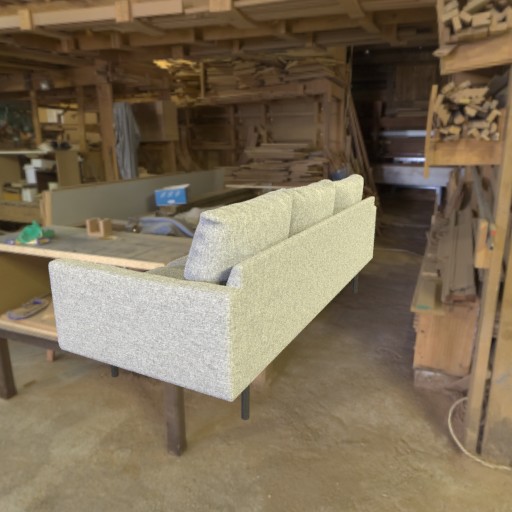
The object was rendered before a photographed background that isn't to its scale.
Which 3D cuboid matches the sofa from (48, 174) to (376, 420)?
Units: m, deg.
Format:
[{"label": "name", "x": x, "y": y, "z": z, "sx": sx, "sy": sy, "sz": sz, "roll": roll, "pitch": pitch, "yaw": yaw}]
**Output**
[{"label": "sofa", "x": 0.000, "y": 0.000, "z": 2.440, "sx": 0.850, "sy": 0.830, "sz": 2.000, "roll": 8, "pitch": 17, "yaw": 26}]
